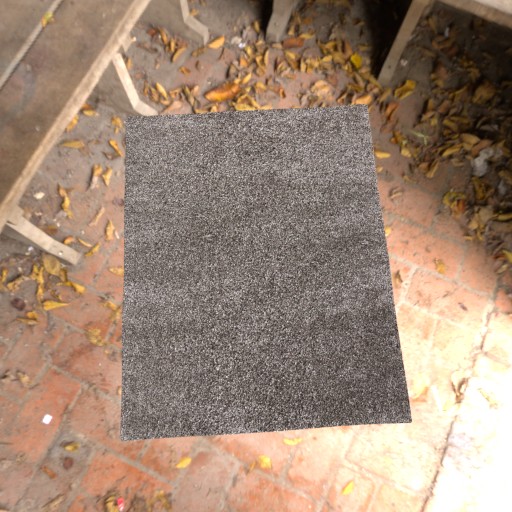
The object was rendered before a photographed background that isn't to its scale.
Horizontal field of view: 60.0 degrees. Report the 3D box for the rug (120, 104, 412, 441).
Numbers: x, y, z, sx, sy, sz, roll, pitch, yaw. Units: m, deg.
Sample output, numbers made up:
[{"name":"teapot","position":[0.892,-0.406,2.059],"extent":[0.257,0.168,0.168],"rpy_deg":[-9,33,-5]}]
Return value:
[{"name":"rug","position":[0.000,0.000,4.025],"extent":[2.401,0.025,3.000],"rpy_deg":[-3,75,-1]}]
